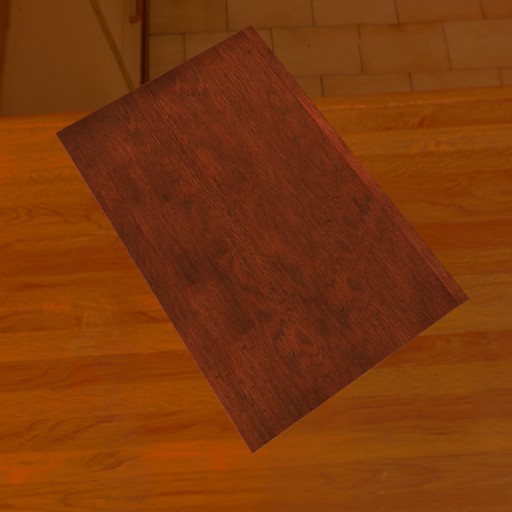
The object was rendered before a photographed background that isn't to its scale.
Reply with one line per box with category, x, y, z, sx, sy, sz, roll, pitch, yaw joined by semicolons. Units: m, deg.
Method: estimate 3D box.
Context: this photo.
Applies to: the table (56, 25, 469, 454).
table;0.000;0.000;1.264;0.542;0.746;0.767;-33;77;-8
